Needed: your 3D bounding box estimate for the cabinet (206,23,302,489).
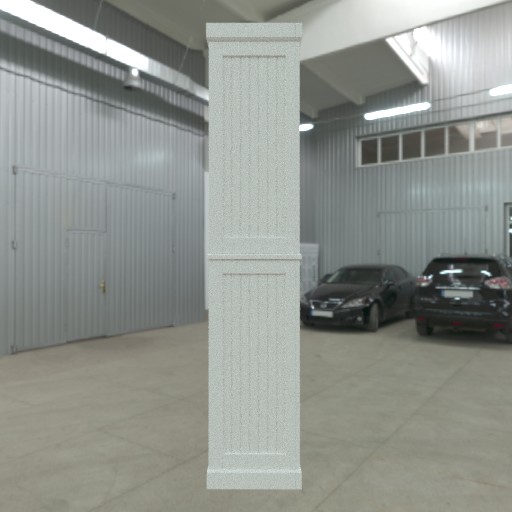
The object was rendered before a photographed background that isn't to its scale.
[{"bbox_3d":[0.000,0.000,2.113,0.390,1.829,0.754,0,0,0],"label":"cabinet"}]
